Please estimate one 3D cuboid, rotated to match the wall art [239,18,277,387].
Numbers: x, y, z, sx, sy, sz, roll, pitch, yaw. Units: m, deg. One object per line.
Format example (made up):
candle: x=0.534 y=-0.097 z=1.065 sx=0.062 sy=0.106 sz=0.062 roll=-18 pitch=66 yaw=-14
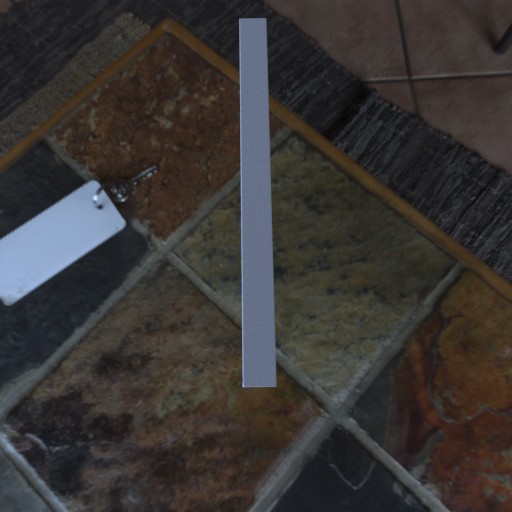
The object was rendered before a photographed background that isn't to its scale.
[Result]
wall art: x=0.000 y=0.000 z=0.938 sx=0.039 sy=0.753 sz=0.511 roll=-1 pitch=75 yaw=0
